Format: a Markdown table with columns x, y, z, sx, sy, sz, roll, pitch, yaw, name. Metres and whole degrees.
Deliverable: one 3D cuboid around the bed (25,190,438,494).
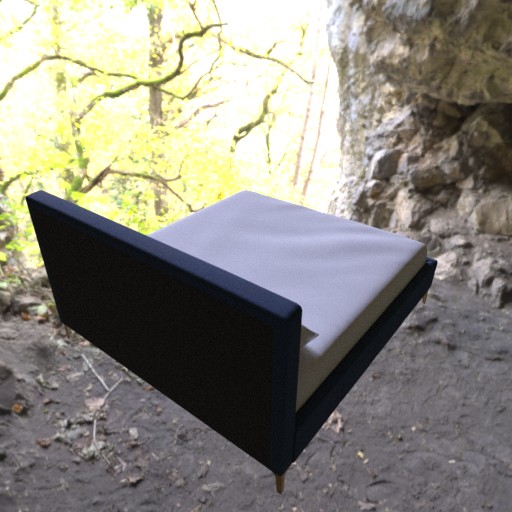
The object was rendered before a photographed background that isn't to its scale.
| x | y | z | sx | sy | sz | roll | pitch | yaw | name |
| --- | --- | --- | --- | --- | --- | --- | --- | --- | --- |
| 0.000 | 0.000 | 3.375 | 2.096 | 1.231 | 2.232 | 22 | 37 | 32 | bed |
